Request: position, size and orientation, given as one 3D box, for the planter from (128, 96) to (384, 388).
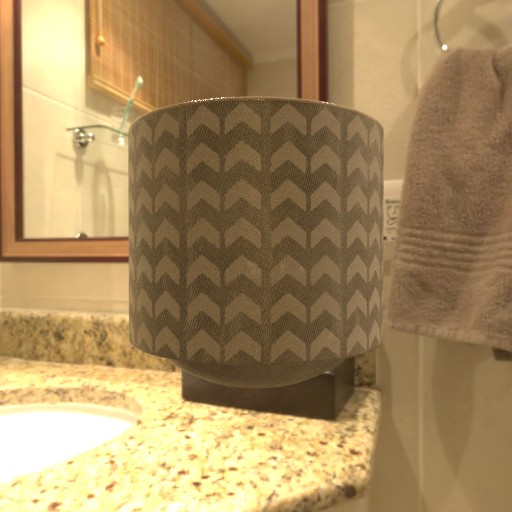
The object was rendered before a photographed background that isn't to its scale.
[{"bbox_3d":[0.000,0.000,0.453,0.250,0.239,0.250,0,1,0],"label":"planter"}]
